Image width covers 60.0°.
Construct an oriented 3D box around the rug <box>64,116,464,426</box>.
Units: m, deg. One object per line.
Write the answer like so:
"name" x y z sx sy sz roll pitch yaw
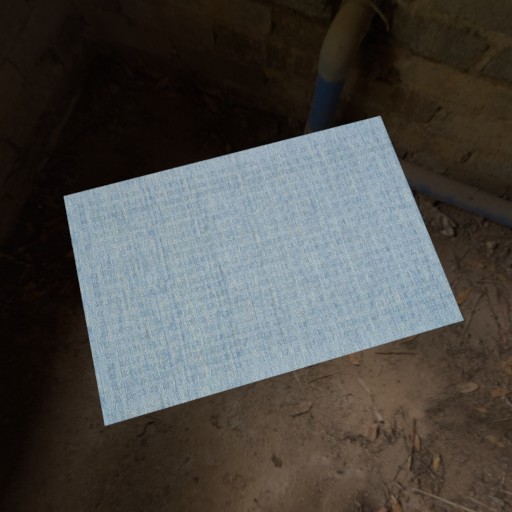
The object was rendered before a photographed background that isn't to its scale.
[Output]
"rug" 0.000 0.000 2.903 2.286 0.006 1.522 -15 75 -4
